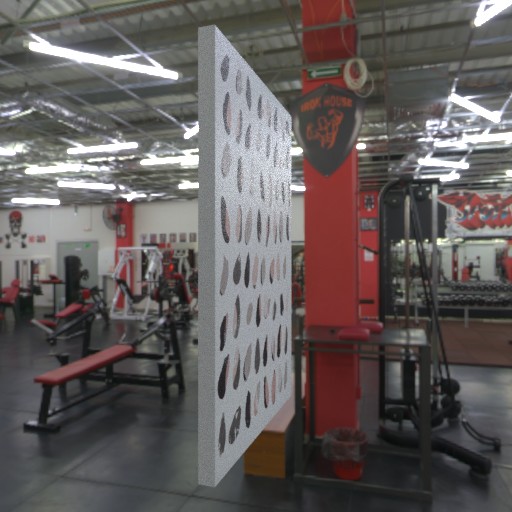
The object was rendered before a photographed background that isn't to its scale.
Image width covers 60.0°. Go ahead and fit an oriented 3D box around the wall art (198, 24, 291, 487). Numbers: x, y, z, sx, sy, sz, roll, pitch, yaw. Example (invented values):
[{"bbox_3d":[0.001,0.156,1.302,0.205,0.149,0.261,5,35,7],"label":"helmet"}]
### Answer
[{"bbox_3d":[0.000,0.000,1.170,0.037,0.916,0.610,0,0,19],"label":"wall art"}]
